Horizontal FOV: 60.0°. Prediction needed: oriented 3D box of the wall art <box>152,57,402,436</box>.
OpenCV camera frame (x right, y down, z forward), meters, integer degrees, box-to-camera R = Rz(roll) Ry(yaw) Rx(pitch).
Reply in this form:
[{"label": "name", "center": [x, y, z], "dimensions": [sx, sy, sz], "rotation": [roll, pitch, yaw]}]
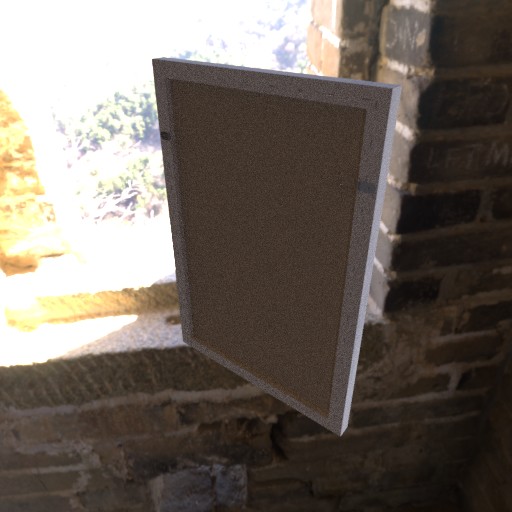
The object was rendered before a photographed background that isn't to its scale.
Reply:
[{"label": "wall art", "center": [0.000, 0.000, 1.168], "dimensions": [0.624, 0.914, 0.043], "rotation": [22, 37, 32]}]
